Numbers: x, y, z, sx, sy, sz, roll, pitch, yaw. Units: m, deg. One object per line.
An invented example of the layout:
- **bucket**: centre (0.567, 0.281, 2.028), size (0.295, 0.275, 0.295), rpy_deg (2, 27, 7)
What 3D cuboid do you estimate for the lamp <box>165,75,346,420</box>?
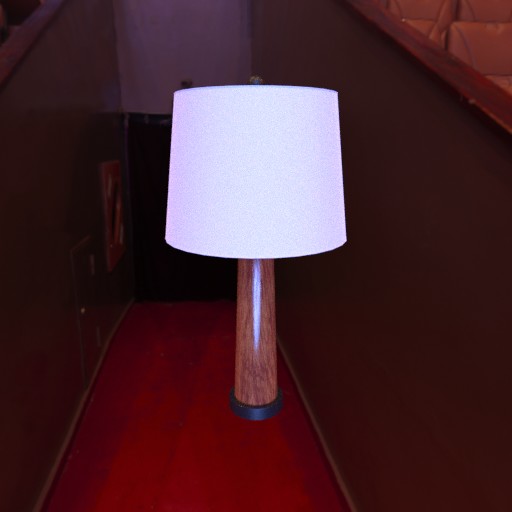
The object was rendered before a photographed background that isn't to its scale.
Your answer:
- **lamp**: centre (0.000, 0.000, 0.878), size (0.349, 0.667, 0.349), rpy_deg (0, 15, 0)
